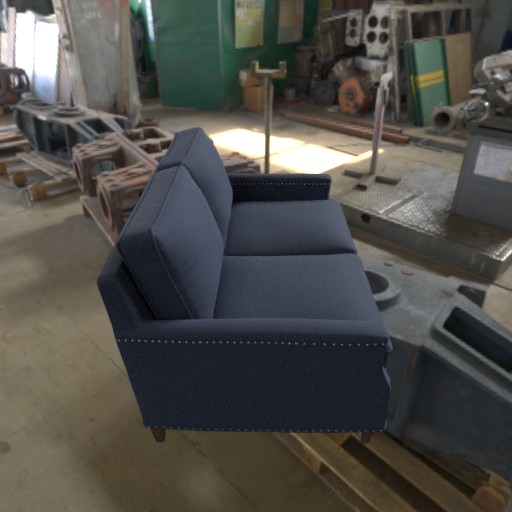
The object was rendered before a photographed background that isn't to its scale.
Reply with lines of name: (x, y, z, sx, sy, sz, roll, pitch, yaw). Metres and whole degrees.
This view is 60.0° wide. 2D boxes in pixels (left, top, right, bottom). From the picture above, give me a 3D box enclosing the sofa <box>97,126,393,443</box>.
sofa: (0.000, 0.000, 2.289, 1.084, 1.003, 1.597, 0, 31, 0)
